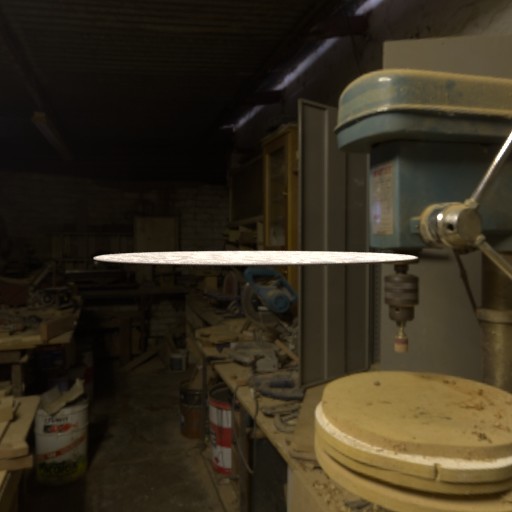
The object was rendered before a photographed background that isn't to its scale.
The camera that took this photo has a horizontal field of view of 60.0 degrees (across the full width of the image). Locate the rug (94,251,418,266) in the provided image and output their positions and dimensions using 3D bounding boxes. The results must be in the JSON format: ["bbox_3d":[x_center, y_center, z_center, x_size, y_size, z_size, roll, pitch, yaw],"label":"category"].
[{"bbox_3d":[0.000,0.000,2.314,1.593,0.012,1.593,0,2,0],"label":"rug"}]
